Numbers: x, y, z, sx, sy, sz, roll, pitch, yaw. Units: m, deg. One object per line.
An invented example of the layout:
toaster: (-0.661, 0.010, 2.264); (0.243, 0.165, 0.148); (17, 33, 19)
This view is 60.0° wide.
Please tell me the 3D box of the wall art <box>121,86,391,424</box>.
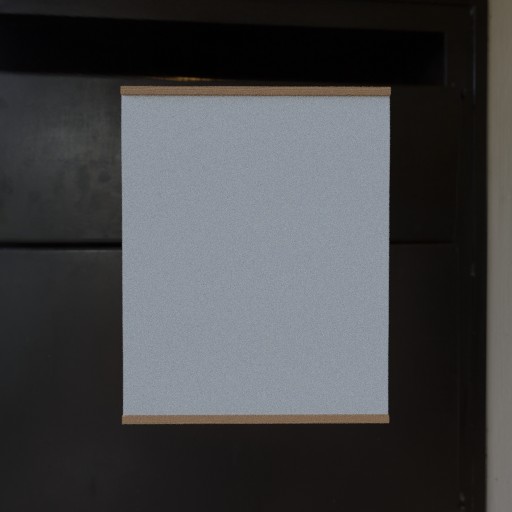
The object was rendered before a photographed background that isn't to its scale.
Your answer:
wall art: (0.000, 0.000, 0.672); (0.404, 0.507, 0.010); (0, 1, -1)
